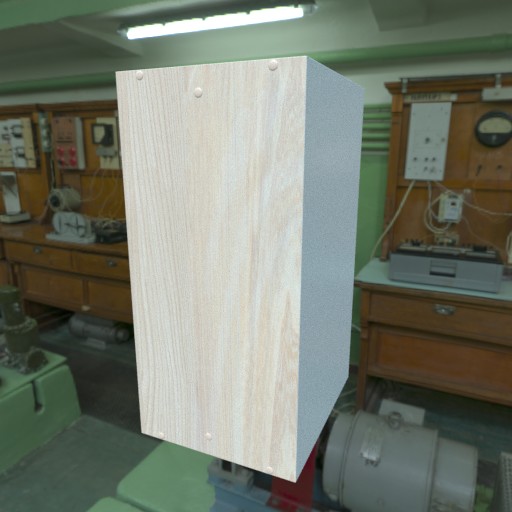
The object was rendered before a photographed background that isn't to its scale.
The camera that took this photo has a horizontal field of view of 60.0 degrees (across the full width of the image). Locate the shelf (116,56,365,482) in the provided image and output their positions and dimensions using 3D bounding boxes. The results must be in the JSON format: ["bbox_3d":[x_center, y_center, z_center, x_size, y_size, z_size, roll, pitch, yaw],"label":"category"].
[{"bbox_3d":[0.000,0.000,0.810,0.290,0.600,0.350,6,15,24],"label":"shelf"}]
